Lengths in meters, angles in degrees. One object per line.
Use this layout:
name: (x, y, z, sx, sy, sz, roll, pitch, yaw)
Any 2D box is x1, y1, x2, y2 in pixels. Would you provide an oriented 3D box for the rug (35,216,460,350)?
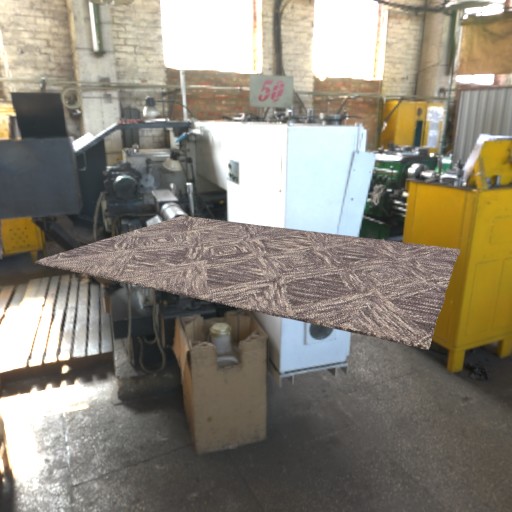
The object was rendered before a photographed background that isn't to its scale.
rug: (0.000, 0.000, 2.241, 1.814, 0.012, 1.186, 9, 19, 26)
